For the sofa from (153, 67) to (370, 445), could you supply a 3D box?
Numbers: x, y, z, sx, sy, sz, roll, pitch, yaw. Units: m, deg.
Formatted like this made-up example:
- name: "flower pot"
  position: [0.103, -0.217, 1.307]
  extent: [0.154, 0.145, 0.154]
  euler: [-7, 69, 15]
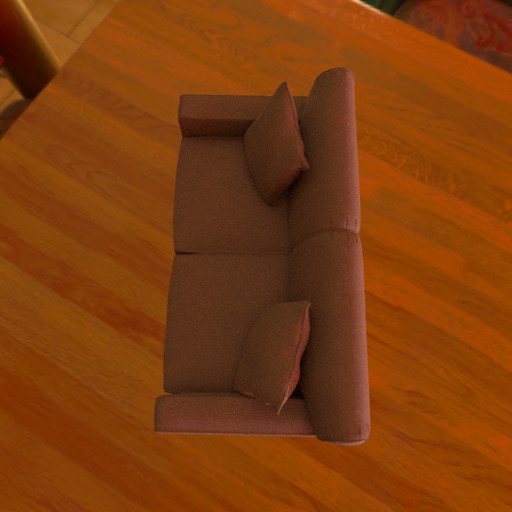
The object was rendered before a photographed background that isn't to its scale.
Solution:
- name: "sofa"
  position: [0.000, 0.000, 2.463]
  extent: [1.000, 0.958, 1.846]
  euler: [1, 74, 0]
